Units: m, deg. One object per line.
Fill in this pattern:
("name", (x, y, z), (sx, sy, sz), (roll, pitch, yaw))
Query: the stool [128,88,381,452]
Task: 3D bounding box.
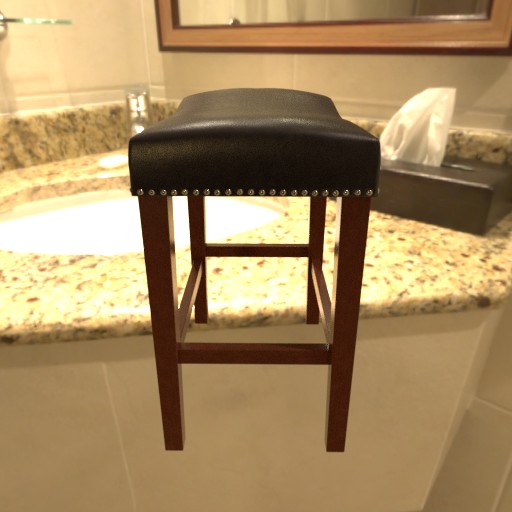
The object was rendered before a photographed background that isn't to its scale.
("stool", (0.000, 0.000, 0.971), (0.372, 0.654, 0.504), (0, 26, 1))
